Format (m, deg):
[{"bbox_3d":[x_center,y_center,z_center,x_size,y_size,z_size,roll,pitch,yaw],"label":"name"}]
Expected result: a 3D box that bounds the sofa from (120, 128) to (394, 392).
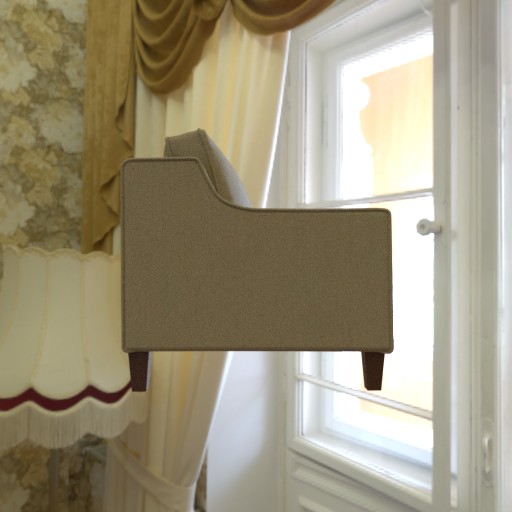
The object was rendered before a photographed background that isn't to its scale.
[{"bbox_3d":[0.000,0.000,2.773,1.066,1.071,2.178,0,-1,-1],"label":"sofa"}]
